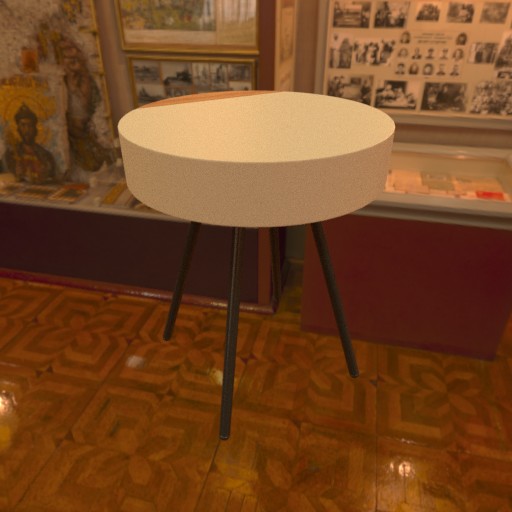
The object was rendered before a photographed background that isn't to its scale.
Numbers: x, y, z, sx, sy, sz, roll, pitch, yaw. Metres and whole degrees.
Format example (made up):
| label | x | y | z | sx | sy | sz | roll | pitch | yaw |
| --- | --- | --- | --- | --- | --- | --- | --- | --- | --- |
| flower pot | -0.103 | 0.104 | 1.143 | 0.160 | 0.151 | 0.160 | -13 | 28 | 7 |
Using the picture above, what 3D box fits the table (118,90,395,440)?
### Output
| label | x | y | z | sx | sy | sz | roll | pitch | yaw |
| --- | --- | --- | --- | --- | --- | --- | --- | --- | --- |
| table | 0.000 | 0.000 | 0.851 | 0.450 | 0.525 | 0.450 | 0 | 31 | 0 |
